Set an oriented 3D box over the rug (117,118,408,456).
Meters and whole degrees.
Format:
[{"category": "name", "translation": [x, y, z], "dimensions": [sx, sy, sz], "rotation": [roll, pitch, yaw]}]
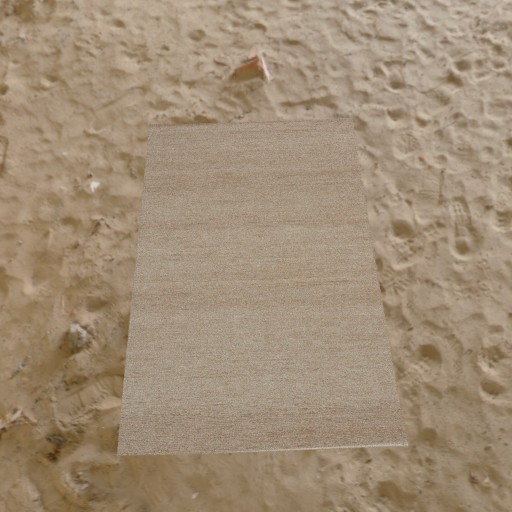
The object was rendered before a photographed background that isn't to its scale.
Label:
[{"category": "rug", "translation": [0.000, 0.000, 2.897], "dimensions": [1.574, 0.029, 2.346], "rotation": [-2, 64, -1]}]
